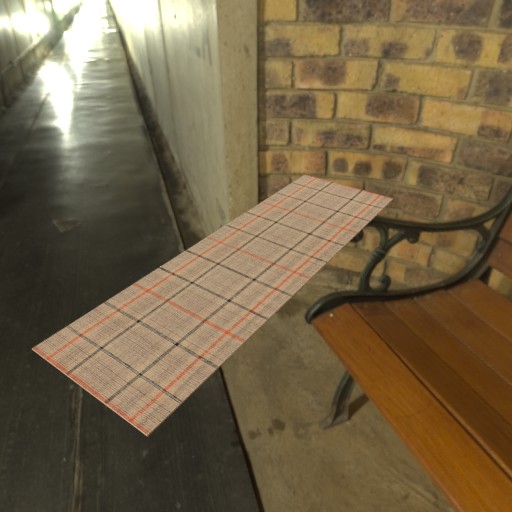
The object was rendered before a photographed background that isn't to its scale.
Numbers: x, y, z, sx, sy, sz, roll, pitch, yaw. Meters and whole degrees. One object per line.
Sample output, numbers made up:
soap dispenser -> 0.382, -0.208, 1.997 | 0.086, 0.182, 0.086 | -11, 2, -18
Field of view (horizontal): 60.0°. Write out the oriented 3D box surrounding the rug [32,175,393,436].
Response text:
rug -> 0.000, 0.000, 2.660 | 0.762, 0.008, 2.439 | 22, 39, 29
